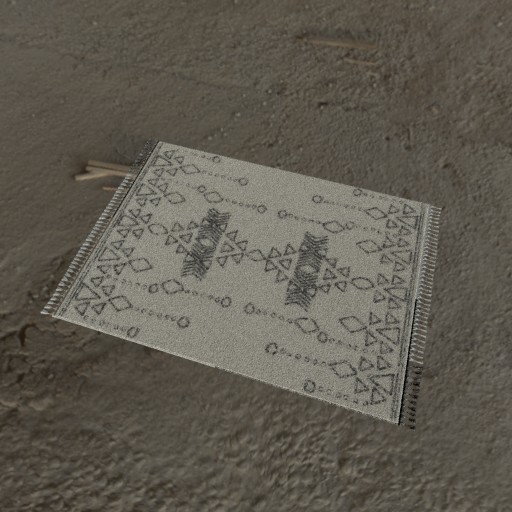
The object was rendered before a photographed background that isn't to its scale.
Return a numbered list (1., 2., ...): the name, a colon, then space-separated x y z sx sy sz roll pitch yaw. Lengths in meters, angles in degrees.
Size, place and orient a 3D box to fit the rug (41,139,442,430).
1. rug: 0.000 0.000 2.983 2.312 0.013 1.600 15 60 9
